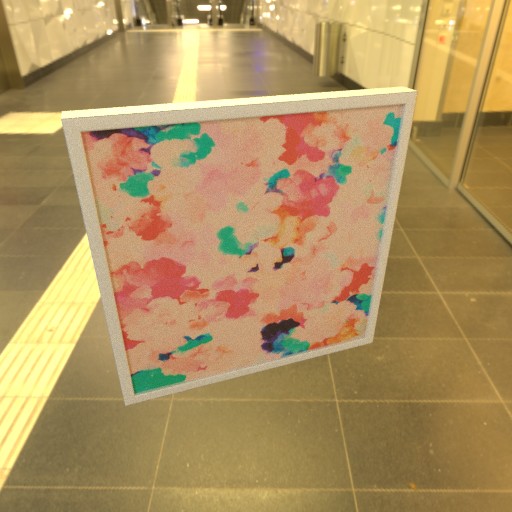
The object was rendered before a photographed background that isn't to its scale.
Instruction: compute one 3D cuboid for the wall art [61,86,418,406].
[{"bbox_3d":[0.000,0.000,0.746,0.506,0.505,0.038,-10,33,-16],"label":"wall art"}]
